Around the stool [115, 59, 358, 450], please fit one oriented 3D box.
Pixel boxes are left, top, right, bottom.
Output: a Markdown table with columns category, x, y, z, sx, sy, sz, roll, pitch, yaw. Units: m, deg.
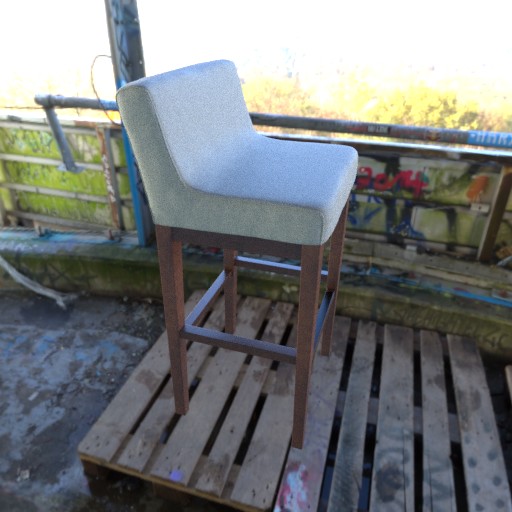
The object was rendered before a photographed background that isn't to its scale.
| category | x | y | z | sx | sy | sz | roll | pitch | yaw |
| --- | --- | --- | --- | --- | --- | --- | --- | --- | --- |
| stool | 0.000 | 0.000 | 1.337 | 0.500 | 1.037 | 0.511 | 10 | 31 | 16 |
